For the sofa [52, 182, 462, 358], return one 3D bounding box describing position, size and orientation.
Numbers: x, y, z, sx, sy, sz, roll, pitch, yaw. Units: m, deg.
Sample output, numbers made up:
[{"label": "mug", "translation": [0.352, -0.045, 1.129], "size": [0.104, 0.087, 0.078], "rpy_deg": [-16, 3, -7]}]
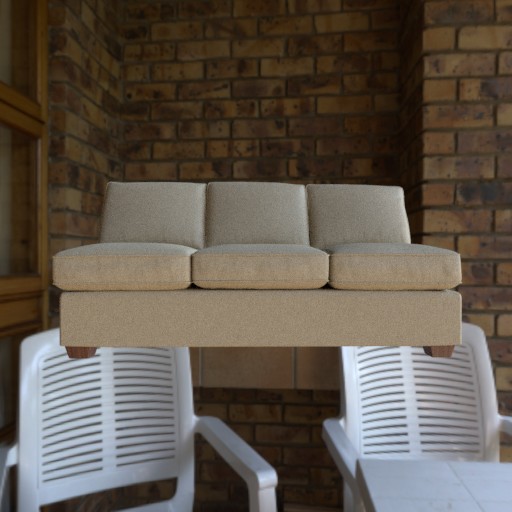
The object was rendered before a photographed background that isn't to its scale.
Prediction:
[{"label": "sofa", "translation": [0.000, 0.000, 2.562], "size": [1.962, 0.973, 1.027], "rpy_deg": [0, 0, -1]}]
